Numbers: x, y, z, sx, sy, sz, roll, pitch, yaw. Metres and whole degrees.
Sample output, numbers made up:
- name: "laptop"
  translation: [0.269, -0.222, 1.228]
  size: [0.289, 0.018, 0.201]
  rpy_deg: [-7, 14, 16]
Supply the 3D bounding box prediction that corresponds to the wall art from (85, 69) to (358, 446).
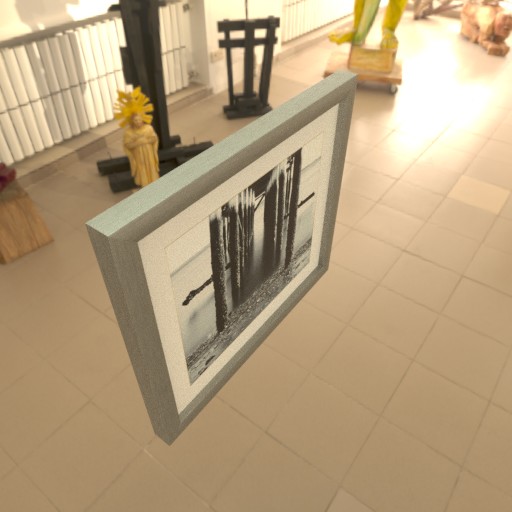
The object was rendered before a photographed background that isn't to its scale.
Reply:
- name: "wall art"
  translation: [0.000, 0.000, 0.540]
  size: [0.028, 0.330, 0.380]
  rpy_deg: [27, 49, 26]
